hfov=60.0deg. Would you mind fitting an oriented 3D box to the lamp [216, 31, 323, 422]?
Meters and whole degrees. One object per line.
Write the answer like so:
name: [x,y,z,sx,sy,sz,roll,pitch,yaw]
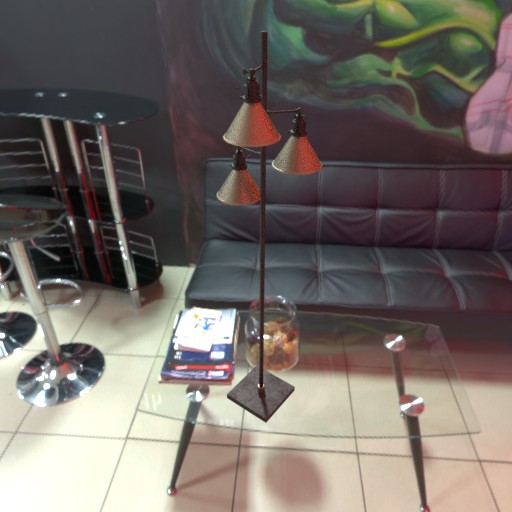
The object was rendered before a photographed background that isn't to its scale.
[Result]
lamp: [0.000,0.000,1.888,0.415,1.716,0.428,22,38,31]
